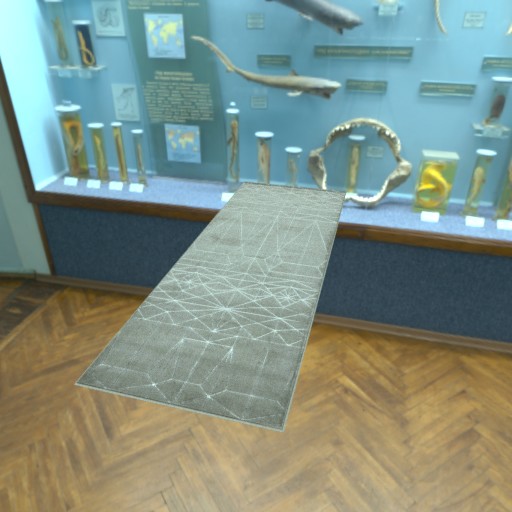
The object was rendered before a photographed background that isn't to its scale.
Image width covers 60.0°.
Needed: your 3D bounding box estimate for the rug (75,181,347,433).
[{"bbox_3d":[0.000,0.000,2.688,0.864,0.012,2.388,8,31,13],"label":"rug"}]
